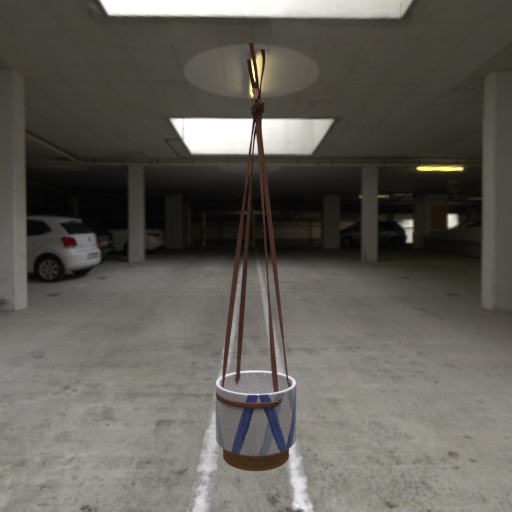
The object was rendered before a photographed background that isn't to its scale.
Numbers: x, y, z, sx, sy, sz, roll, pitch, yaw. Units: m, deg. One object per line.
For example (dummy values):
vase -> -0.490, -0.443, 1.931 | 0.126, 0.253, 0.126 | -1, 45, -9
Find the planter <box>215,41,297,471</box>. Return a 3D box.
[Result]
planter -> 0.000, 0.000, 0.832 | 0.153, 0.753, 0.157 | 0, 1, -1
